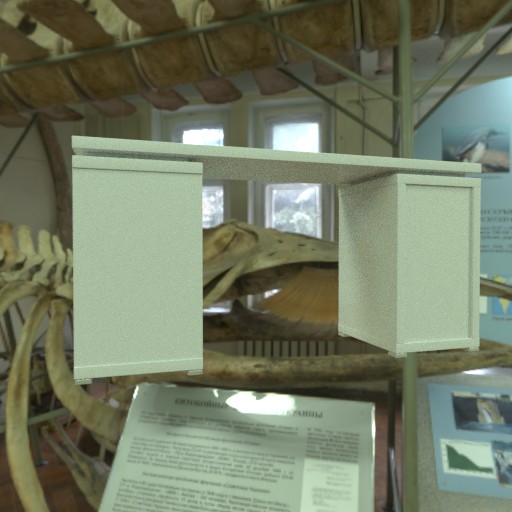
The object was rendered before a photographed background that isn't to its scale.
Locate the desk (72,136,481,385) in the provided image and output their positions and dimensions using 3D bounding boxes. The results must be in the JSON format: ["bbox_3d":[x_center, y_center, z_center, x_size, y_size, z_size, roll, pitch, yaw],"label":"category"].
[{"bbox_3d":[0.000,0.000,2.133,1.524,0.753,1.200,0,1,-17],"label":"desk"}]
